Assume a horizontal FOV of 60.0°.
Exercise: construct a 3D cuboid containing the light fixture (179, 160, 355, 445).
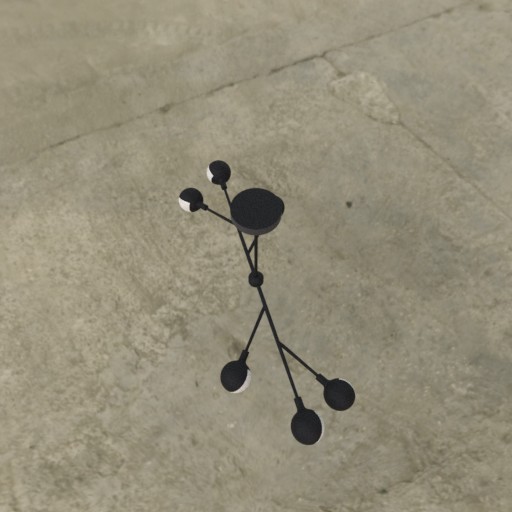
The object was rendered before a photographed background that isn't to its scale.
[{"bbox_3d":[0.000,0.000,1.016,0.434,0.362,0.778,-1,59,-1],"label":"light fixture"}]
